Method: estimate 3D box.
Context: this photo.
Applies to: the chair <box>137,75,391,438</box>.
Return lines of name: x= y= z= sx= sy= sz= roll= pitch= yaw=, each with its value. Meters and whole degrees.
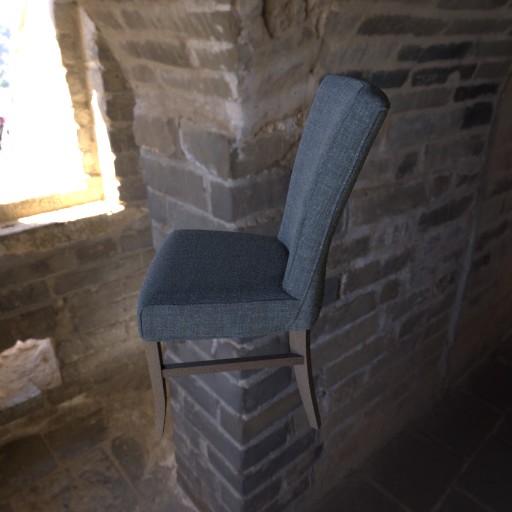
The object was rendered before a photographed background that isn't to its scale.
chair: x=0.000 y=0.000 z=1.343 sx=0.660 sy=0.991 sz=0.520 roll=0 pitch=26 yaw=0
